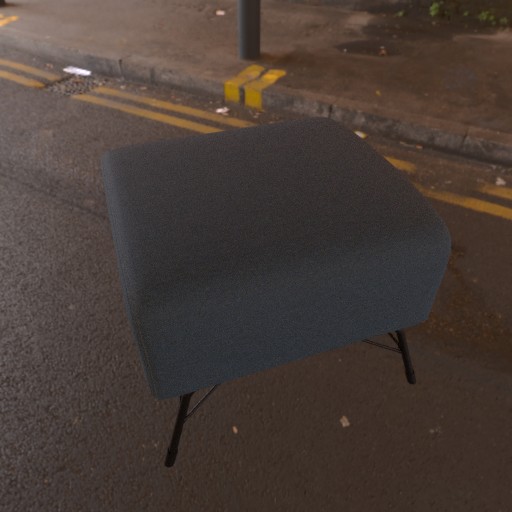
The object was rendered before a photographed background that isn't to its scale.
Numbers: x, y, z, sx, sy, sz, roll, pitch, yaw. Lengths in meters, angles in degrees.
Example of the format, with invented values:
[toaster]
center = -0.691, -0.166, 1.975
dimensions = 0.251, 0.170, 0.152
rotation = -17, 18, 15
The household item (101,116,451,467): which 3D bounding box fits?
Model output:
[household item]
center = 0.000, 0.000, 0.907
dimensions = 0.530, 0.420, 0.530
rotation = -13, 43, -14
